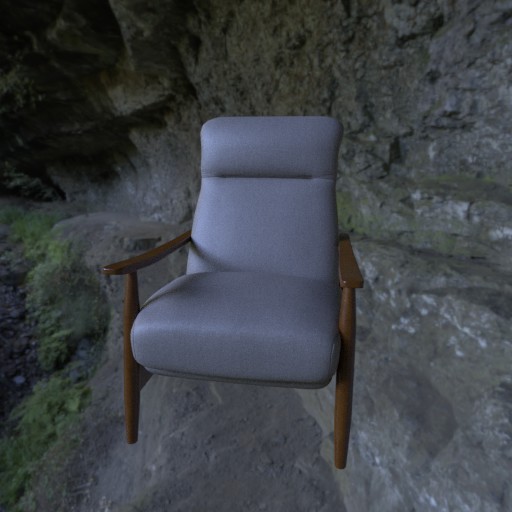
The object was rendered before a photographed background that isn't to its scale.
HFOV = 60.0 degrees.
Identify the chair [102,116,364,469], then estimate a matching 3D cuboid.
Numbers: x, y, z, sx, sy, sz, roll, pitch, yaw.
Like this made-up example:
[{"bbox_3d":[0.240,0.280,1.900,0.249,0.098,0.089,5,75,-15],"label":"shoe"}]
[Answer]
[{"bbox_3d":[0.000,0.000,1.761,0.762,1.082,1.032,3,16,9],"label":"chair"}]
